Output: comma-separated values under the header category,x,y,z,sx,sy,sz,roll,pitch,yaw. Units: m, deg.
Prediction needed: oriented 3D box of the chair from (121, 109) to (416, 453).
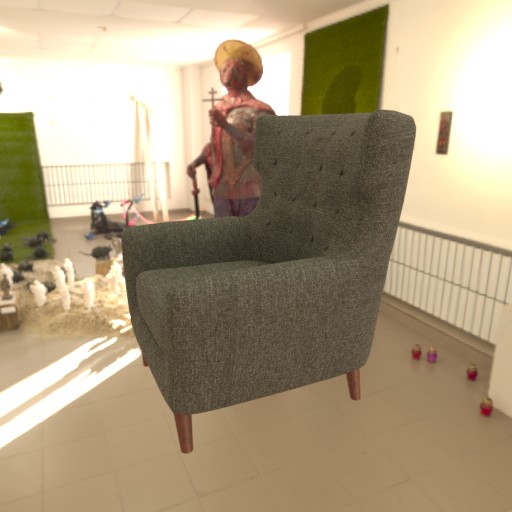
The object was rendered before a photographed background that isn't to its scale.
category,x,y,z,sx,sy,sz,roll,pitch,yaw
chair,0.000,0.000,1.720,0.904,1.063,0.878,-8,18,-24
